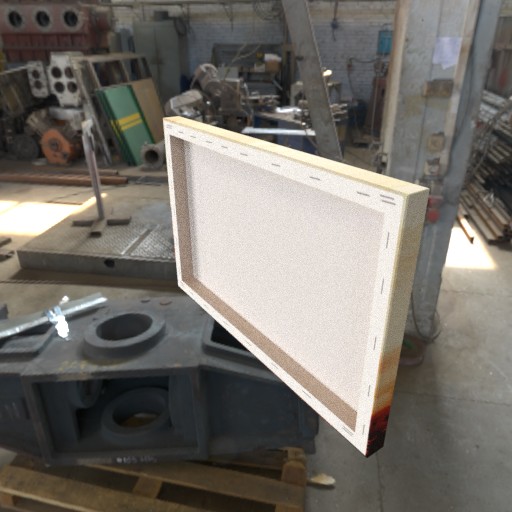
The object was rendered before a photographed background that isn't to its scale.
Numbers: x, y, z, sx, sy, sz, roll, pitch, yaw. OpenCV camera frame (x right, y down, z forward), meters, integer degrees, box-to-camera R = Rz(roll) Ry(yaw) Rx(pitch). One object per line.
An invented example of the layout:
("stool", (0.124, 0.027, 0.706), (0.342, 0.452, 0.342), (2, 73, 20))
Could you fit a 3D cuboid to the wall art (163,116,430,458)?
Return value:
("wall art", (0.000, 0.000, 0.792), (0.040, 0.402, 0.613), (-17, 31, -31))
